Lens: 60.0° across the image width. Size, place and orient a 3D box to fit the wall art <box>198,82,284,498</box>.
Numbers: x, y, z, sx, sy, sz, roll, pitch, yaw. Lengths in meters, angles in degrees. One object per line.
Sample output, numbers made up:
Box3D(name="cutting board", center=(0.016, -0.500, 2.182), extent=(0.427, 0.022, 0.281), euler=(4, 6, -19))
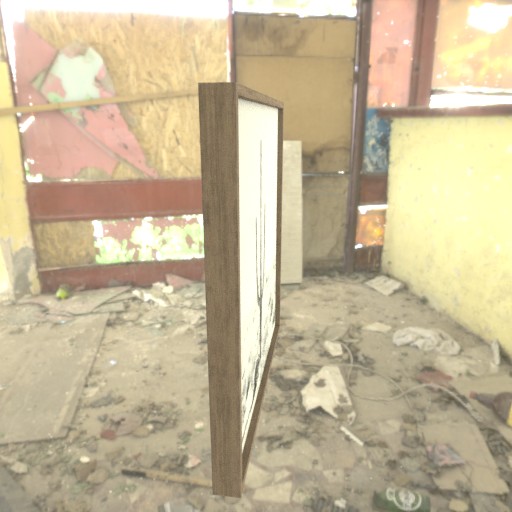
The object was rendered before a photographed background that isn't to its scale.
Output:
Box3D(name="wall art", center=(0.000, 0.000, 0.749), extent=(0.038, 0.508, 0.508), euler=(3, 17, 8))
